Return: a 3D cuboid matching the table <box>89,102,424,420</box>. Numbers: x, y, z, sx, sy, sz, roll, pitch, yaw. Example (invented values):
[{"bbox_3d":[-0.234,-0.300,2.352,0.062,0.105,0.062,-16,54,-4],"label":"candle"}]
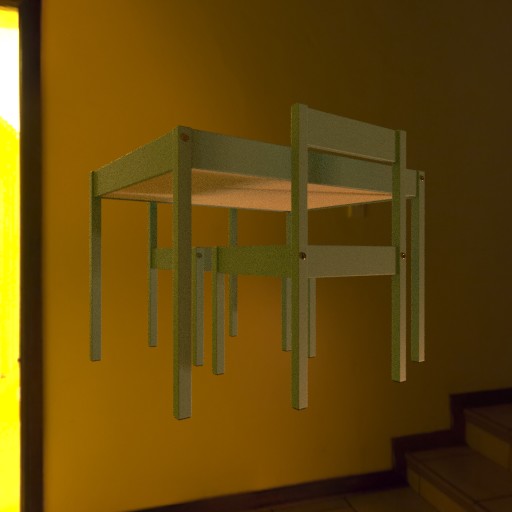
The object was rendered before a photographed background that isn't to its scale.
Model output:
[{"bbox_3d":[0.000,0.000,1.058,0.639,0.503,0.633,0,0,-36],"label":"table"}]
